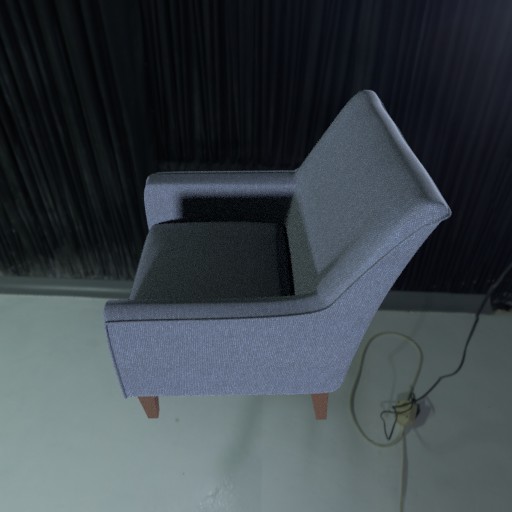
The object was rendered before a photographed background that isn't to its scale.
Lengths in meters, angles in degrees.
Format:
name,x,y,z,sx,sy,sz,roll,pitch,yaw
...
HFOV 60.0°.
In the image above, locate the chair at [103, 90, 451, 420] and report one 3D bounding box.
name,x,y,z,sx,sy,sz,roll,pitch,yaw
chair,0.000,0.000,1.572,0.899,0.919,0.780,-1,40,-1
